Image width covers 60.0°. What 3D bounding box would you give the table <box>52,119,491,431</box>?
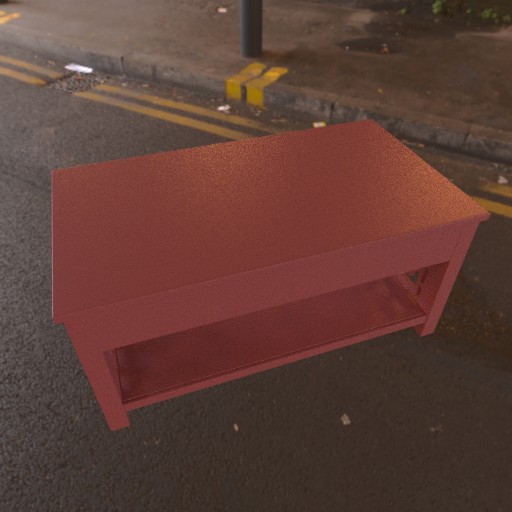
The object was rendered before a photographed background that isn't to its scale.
[{"bbox_3d":[0.000,0.000,1.390,1.068,0.493,0.612,-13,43,-14],"label":"table"}]
